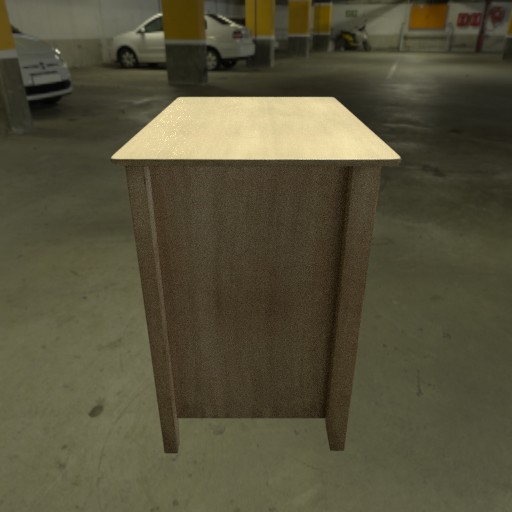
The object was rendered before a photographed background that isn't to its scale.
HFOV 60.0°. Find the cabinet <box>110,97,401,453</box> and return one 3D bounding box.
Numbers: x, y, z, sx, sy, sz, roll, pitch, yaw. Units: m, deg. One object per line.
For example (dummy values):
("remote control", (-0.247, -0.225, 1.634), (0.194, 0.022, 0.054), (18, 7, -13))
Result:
("cabinet", (0.000, 0.000, 1.265), (0.503, 0.762, 0.763), (0, 27, 0))
